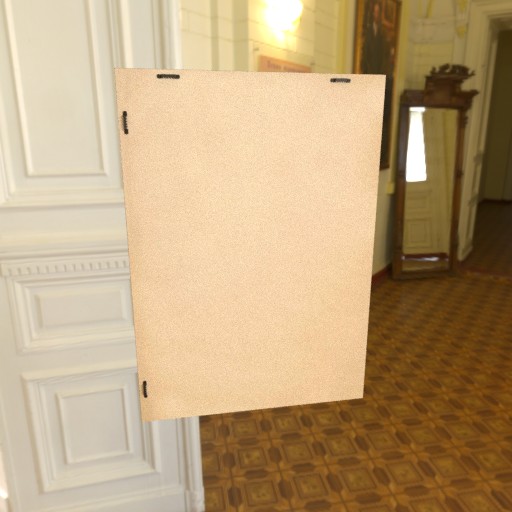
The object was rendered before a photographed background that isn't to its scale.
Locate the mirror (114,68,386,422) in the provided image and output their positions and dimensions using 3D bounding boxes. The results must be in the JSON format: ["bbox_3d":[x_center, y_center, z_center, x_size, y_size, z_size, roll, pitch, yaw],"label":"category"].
[{"bbox_3d":[0.000,0.000,0.921,0.508,0.711,0.039,-3,15,-10],"label":"mirror"}]
